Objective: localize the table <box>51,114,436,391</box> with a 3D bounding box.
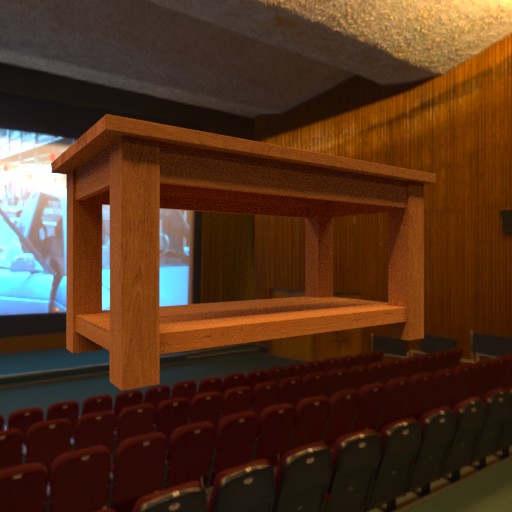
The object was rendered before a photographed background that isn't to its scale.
[{"bbox_3d":[0.000,0.000,1.149,0.899,0.452,0.450,0,0,-35],"label":"table"}]
